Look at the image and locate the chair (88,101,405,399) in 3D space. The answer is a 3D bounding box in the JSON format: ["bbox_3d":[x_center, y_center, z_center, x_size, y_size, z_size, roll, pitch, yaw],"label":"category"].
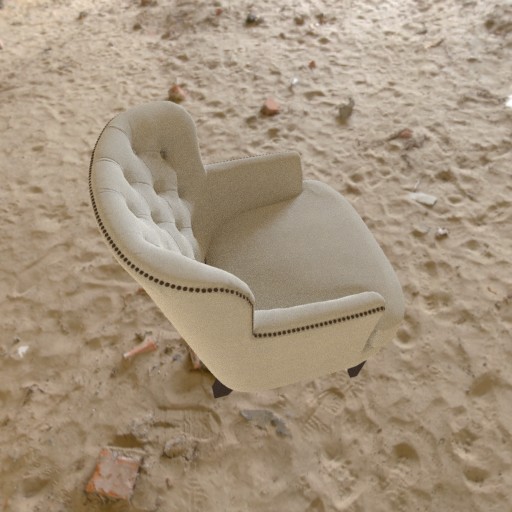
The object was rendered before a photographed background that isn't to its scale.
[{"bbox_3d":[0.000,0.000,1.534,0.906,0.868,0.848,-11,49,-10],"label":"chair"}]
